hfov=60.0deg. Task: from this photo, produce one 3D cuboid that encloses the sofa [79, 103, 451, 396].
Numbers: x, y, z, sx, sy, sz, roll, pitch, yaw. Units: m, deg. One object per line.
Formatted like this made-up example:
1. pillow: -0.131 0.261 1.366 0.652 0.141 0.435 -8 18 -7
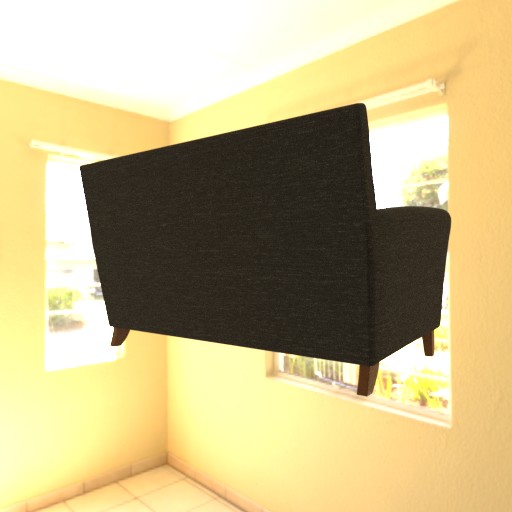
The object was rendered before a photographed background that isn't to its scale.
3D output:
1. sofa: 0.000 0.000 1.942 1.420 0.846 0.875 0 0 37
